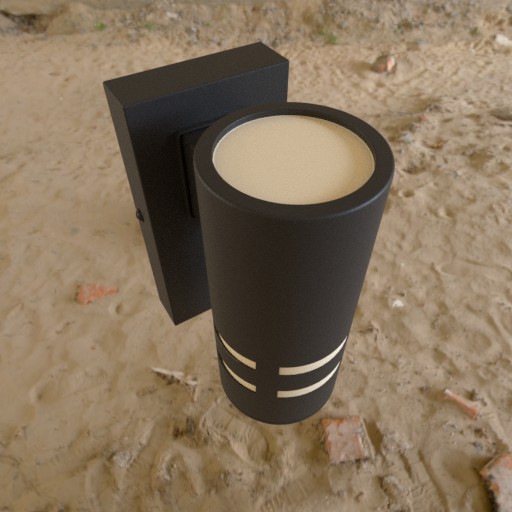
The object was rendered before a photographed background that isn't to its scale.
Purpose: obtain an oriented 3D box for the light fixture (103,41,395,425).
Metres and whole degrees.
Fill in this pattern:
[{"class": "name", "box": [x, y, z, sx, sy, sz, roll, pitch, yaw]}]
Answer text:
[{"class": "light fixture", "box": [0.000, 0.000, 0.260, 0.098, 0.179, 0.138, -24, 52, -21]}]
